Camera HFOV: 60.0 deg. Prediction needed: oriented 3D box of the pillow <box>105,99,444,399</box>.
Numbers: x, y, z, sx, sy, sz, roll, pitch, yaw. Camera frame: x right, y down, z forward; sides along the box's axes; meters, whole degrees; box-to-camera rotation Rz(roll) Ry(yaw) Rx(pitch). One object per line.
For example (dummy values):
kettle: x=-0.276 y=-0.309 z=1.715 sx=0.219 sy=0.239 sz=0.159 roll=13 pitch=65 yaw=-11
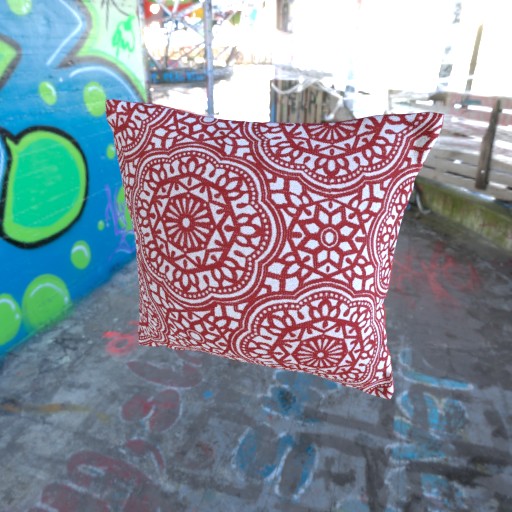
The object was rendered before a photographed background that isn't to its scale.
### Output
pillow: x=0.000 y=0.000 z=0.642 sx=0.438 sy=0.419 sz=0.162 roll=8 pitch=27 yaw=16
